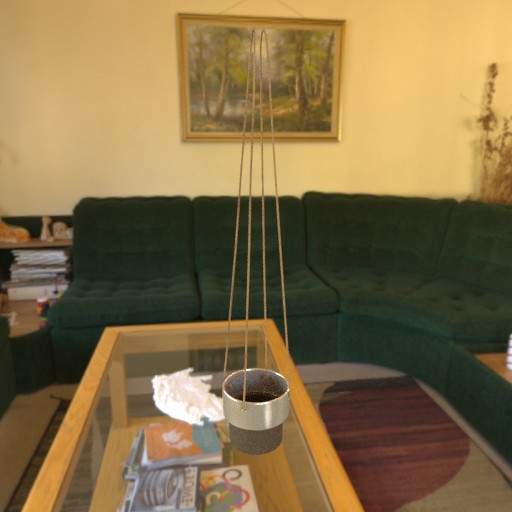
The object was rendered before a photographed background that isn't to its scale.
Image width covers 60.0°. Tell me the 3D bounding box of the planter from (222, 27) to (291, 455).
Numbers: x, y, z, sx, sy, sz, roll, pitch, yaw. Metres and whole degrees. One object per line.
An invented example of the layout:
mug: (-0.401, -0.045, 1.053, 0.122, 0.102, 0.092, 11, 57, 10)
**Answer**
planter: (0.000, 0.000, 1.141, 0.187, 1.073, 0.187, -7, 16, -25)
